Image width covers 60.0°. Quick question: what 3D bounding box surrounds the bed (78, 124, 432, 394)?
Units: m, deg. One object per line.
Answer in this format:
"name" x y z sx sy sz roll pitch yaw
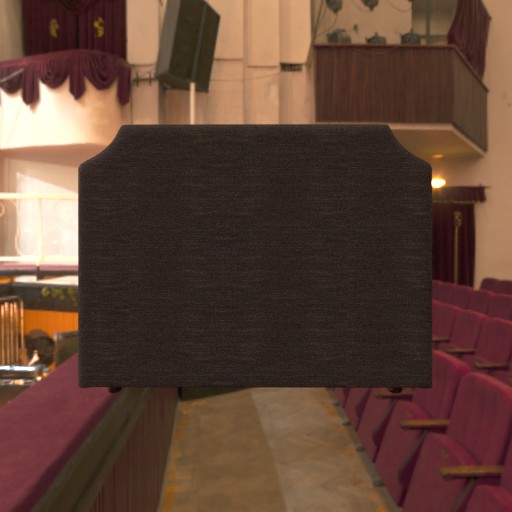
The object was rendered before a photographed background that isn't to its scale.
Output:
"bed" 0.000 0.000 3.138 1.693 1.290 2.116 0 1 0
